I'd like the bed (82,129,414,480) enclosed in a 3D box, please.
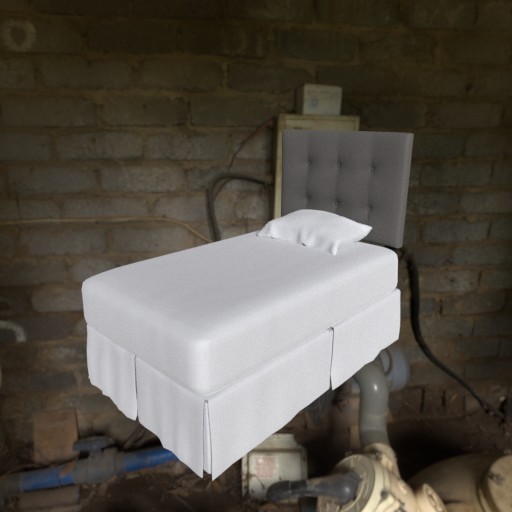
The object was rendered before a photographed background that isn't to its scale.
[{"bbox_3d":[0.000,0.000,2.966,1.261,1.571,1.997,16,24,41],"label":"bed"}]
